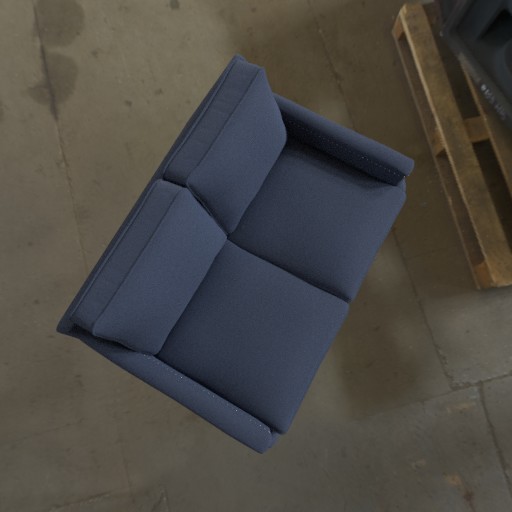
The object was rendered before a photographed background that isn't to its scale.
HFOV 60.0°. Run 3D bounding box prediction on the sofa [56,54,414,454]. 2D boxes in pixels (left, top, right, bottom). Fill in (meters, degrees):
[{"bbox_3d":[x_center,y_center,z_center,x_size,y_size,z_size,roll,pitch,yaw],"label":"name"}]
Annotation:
[{"bbox_3d":[0.000,0.000,2.248,1.084,1.003,1.597,29,78,6],"label":"sofa"}]
